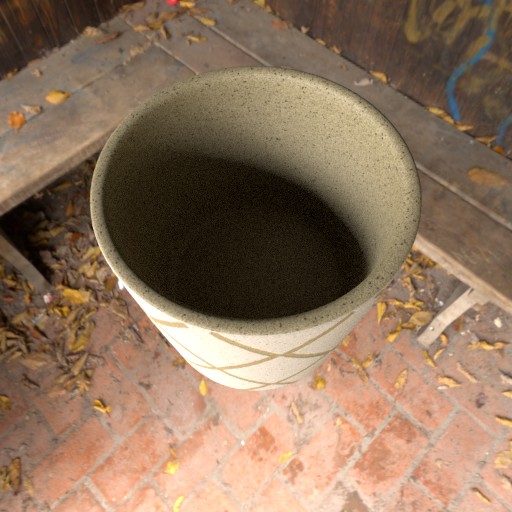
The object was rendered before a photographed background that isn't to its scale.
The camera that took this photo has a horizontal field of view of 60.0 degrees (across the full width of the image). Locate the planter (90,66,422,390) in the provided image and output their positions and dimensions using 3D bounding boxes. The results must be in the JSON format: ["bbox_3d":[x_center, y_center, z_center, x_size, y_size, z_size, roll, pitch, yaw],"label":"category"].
[{"bbox_3d":[0.000,0.000,0.410,0.228,0.235,0.228,0,62,0],"label":"planter"}]
